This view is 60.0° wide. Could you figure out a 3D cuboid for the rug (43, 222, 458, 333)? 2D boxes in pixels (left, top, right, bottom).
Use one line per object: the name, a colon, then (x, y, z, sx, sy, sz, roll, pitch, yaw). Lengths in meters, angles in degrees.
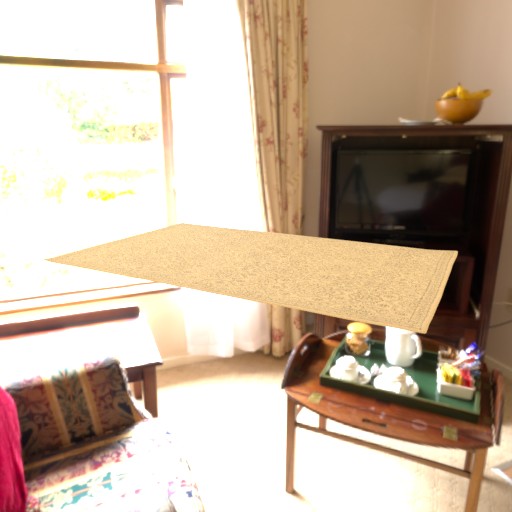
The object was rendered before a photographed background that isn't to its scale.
rug: (0.000, 0.000, 3.047, 2.434, 0.023, 1.518, 8, 17, 27)
